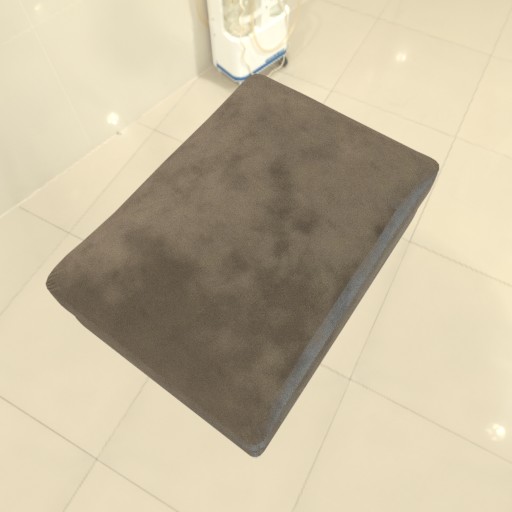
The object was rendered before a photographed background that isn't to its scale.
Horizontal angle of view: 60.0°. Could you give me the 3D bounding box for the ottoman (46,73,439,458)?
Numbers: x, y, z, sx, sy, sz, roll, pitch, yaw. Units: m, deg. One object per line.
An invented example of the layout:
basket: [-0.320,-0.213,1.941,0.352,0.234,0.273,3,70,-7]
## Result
ottoman: [0.000,0.000,1.054,0.520,0.456,0.719,32,68,15]
